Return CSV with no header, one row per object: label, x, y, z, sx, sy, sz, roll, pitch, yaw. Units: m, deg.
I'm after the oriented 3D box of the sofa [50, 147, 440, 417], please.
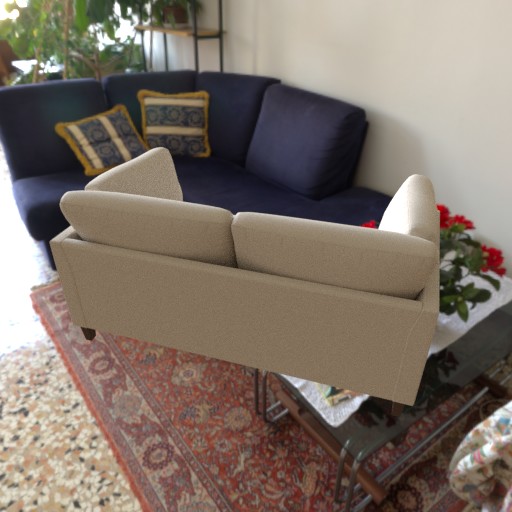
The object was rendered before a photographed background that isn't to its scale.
sofa,0.000,0.000,2.342,1.776,0.836,0.970,10,33,15
